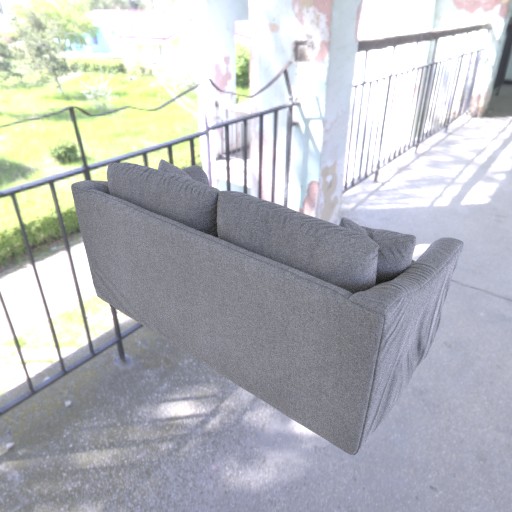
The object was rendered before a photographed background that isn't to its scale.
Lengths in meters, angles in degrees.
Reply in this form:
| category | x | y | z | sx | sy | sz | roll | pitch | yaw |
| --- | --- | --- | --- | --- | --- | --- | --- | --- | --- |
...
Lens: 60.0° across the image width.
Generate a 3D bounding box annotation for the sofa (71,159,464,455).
| category | x | y | z | sx | sy | sz | roll | pitch | yaw |
| --- | --- | --- | --- | --- | --- | --- | --- | --- | --- |
| sofa | 0.000 | 0.000 | 2.619 | 2.010 | 1.018 | 1.072 | 22 | 37 | 32 |
